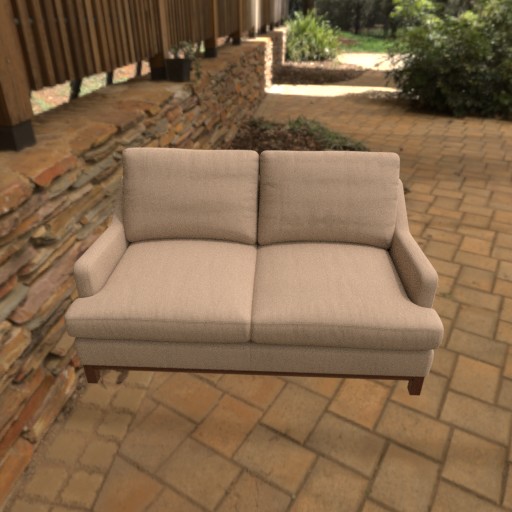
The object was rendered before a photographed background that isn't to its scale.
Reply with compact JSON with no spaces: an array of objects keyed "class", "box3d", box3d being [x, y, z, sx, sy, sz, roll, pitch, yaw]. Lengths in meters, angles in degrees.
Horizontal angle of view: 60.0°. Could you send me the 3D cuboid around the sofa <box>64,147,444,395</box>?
[{"class":"sofa","box3d":[0.000,0.000,2.244,1.619,0.910,1.004,1,30,2]}]
